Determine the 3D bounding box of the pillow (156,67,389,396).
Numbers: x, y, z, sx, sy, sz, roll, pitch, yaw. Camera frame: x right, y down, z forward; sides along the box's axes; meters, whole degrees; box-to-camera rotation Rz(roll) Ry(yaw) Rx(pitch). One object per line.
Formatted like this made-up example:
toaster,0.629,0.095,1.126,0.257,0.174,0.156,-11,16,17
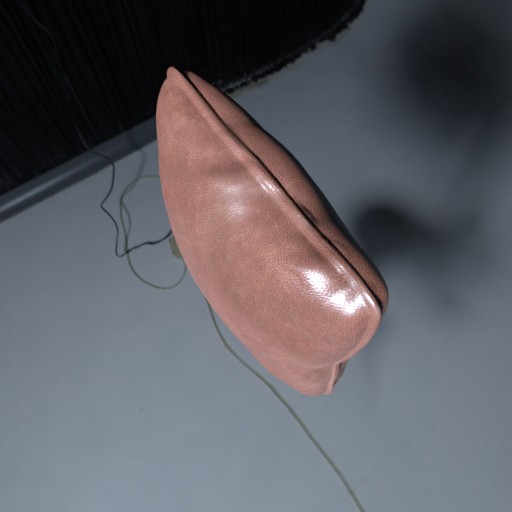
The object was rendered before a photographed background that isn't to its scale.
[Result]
pillow,0.000,0.000,0.838,0.236,0.523,0.532,-31,67,-15
